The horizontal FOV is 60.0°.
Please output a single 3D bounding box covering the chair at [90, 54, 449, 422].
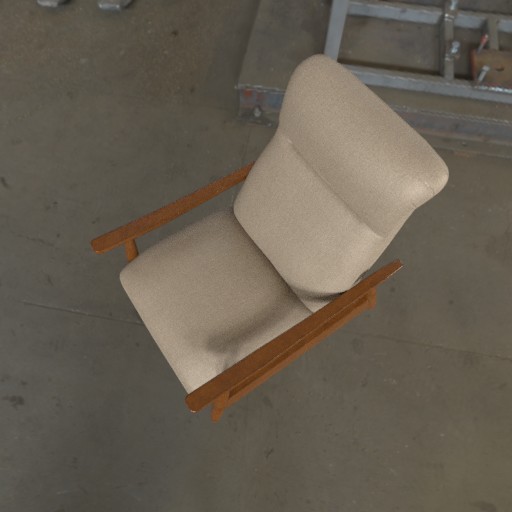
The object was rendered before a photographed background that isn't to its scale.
[{"bbox_3d":[0.000,0.000,1.765,1.032,1.082,0.762,-32,68,-14],"label":"chair"}]
